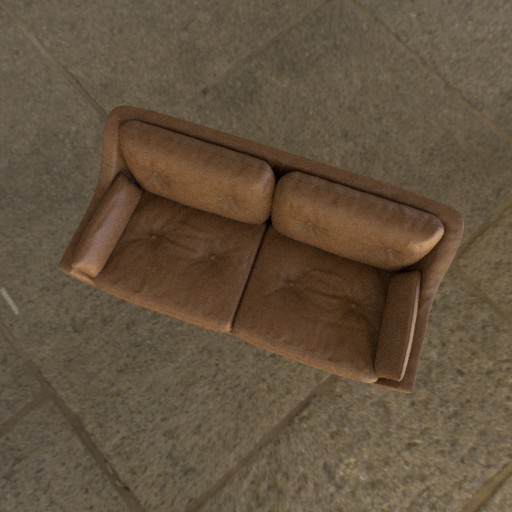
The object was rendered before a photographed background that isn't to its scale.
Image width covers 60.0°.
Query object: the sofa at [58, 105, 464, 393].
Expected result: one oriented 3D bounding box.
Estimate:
[{"bbox_3d":[0.000,0.000,2.405,1.902,0.839,0.904,19,76,5],"label":"sofa"}]
